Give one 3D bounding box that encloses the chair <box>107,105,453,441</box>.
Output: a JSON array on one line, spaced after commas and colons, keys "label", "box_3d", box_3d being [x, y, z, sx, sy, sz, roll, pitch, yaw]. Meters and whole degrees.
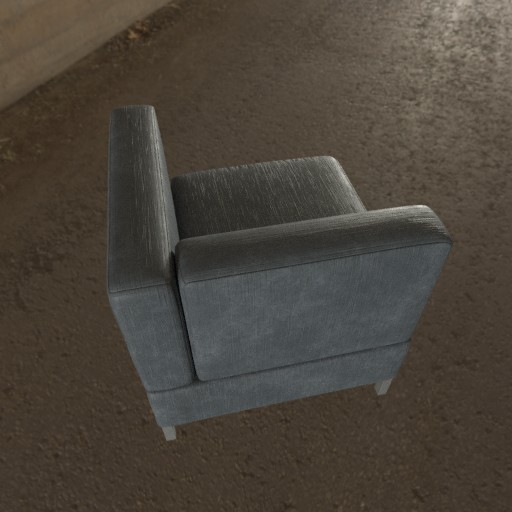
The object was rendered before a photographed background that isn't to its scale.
[{"label": "chair", "box_3d": [0.000, 0.000, 1.230, 0.680, 0.660, 0.680, -9, 48, -8]}]
